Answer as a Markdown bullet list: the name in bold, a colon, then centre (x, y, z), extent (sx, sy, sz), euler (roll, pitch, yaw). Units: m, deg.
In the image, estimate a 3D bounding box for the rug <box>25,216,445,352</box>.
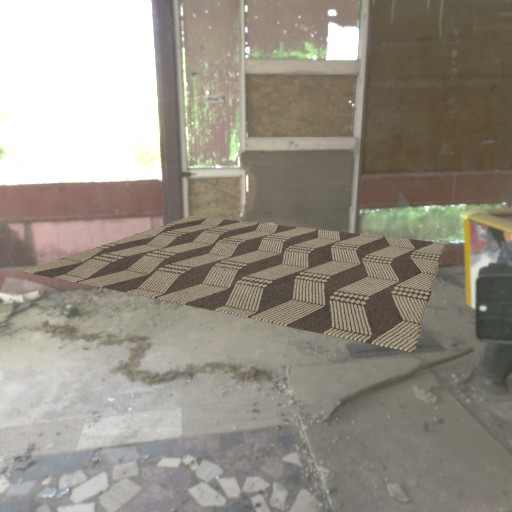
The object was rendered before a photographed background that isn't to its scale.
- **rug**: centre (0.000, 0.000, 4.035), extent (3.048, 0.016, 2.438), euler (8, 19, 25)
